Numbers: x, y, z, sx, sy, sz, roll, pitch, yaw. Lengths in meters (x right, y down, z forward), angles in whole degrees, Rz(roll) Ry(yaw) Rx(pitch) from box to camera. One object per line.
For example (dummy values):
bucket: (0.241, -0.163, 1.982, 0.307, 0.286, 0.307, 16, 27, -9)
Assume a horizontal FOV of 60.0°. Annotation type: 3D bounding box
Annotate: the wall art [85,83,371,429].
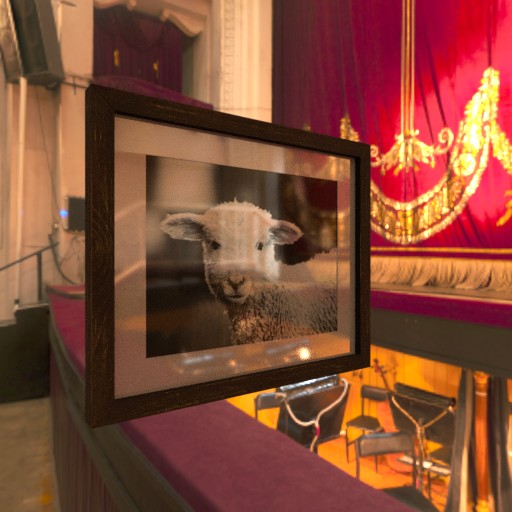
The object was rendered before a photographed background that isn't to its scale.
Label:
wall art: (0.000, 0.000, 0.762, 0.558, 0.457, 0.032, 0, 0, -36)
